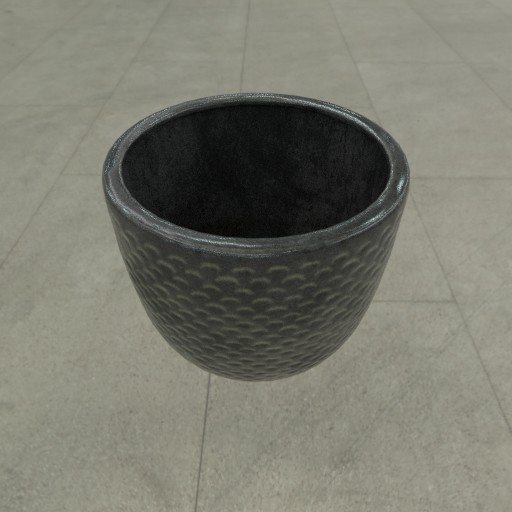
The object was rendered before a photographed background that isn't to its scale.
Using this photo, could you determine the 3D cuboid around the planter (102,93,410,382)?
[{"bbox_3d":[0.000,0.000,0.305,0.172,0.160,0.172,0,42,0],"label":"planter"}]
